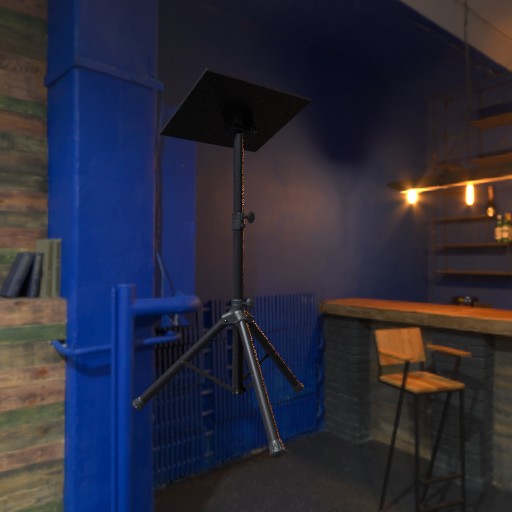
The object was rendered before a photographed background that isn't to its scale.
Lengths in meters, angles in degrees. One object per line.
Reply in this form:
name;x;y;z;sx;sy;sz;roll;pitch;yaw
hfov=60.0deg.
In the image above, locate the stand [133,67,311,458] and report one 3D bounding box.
stand;0.000;0.000;1.665;0.702;1.198;0.702;1;-1;-36
